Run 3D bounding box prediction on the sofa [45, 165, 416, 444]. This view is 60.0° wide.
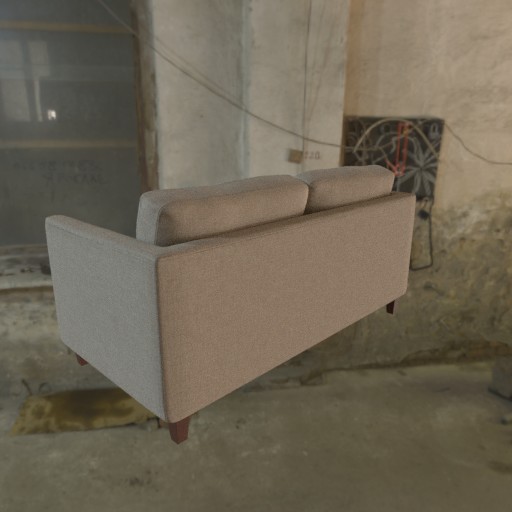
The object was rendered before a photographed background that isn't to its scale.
[{"bbox_3d":[0.000,0.000,2.435,0.951,0.947,1.884,16,23,42],"label":"sofa"}]
